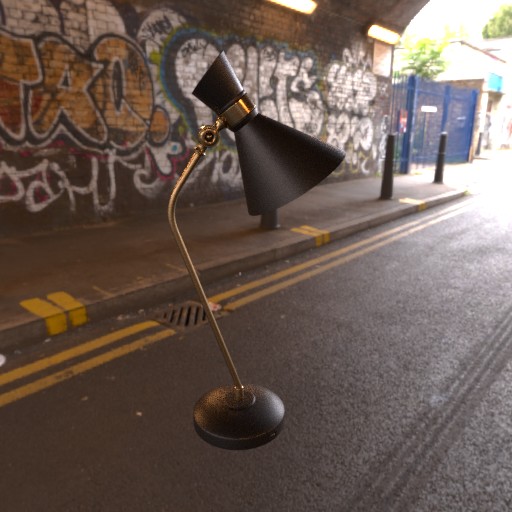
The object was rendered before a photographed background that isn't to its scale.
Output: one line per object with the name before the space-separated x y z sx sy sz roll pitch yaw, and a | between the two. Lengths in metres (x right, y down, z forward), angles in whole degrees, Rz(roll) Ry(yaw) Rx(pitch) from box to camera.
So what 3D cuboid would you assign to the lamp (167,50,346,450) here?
lamp | 0.000 0.000 0.766 0.292 0.647 0.189 -3 16 -10
